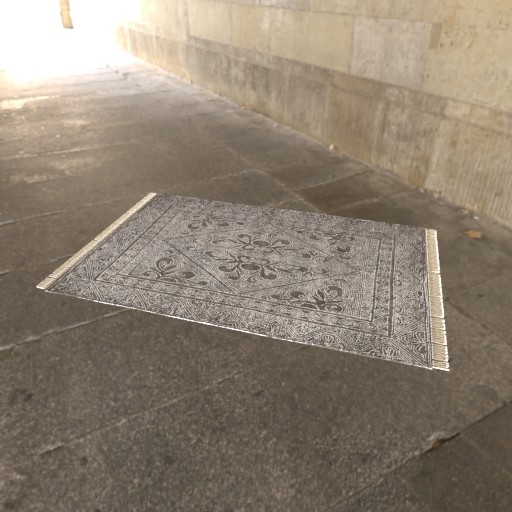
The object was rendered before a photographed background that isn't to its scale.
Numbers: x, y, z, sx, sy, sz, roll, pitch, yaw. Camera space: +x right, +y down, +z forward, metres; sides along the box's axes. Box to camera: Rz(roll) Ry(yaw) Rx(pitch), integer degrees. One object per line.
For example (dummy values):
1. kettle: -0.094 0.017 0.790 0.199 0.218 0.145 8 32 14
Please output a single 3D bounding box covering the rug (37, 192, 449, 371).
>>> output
1. rug: 0.000 0.000 3.091 2.440 0.010 1.529 9 33 14
